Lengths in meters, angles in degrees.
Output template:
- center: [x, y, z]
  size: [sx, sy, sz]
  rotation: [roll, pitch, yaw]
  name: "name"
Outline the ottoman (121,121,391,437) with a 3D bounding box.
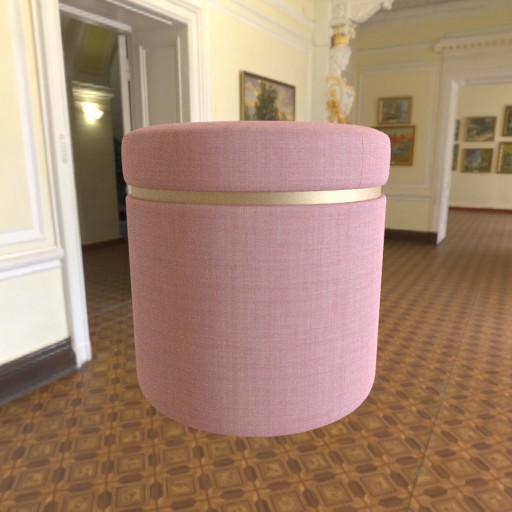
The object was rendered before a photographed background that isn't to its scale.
- center: [0.000, 0.000, 0.722]
  size: [0.400, 0.406, 0.400]
  rotation: [0, 12, 0]
  name: "ottoman"
